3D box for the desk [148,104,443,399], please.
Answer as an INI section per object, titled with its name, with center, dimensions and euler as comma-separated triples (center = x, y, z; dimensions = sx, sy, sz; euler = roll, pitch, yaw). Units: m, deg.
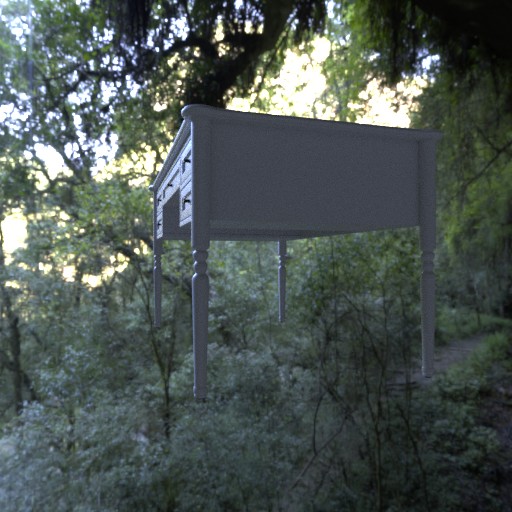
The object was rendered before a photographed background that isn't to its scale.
[desk]
center = 0.000, 0.000, 1.880
dimensions = 0.807, 0.762, 1.380
euler = 0, -1, -17
